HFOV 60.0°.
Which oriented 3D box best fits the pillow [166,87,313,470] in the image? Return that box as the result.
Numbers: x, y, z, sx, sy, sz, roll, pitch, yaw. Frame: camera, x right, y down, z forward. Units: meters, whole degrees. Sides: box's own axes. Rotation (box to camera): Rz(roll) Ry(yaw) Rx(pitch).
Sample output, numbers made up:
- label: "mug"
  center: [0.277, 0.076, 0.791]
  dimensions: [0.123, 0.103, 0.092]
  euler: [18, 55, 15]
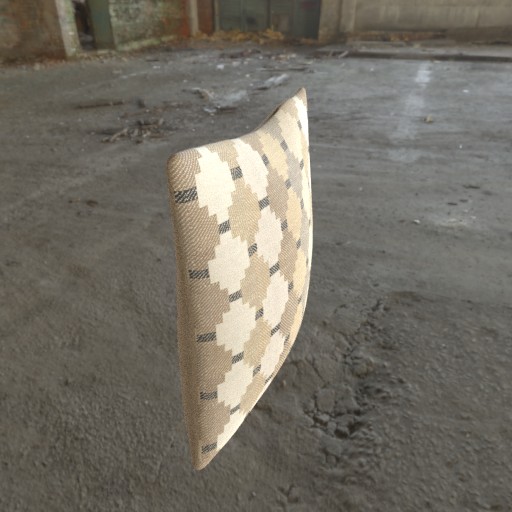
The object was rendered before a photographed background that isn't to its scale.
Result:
- label: "pillow"
  center: [0.000, 0.000, 0.855]
  dimensions: [0.192, 0.558, 0.578]
  euler: [11, 32, 18]
